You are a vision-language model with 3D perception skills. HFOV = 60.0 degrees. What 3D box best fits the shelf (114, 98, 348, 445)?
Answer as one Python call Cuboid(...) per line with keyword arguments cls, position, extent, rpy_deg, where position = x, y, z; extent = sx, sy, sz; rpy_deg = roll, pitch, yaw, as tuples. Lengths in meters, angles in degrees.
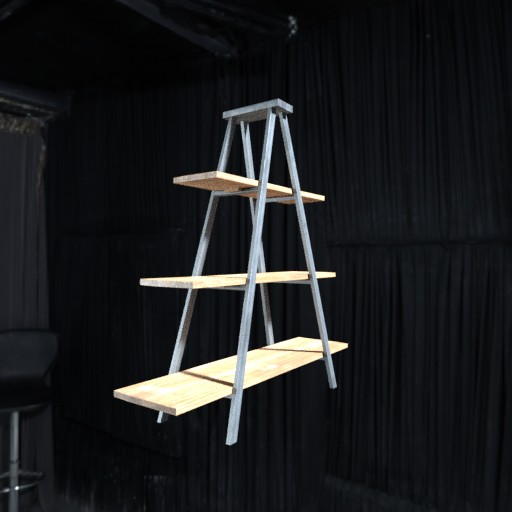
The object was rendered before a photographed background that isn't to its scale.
Cuboid(cls="shelf", position=(0.000, 0.000, 2.713), extent=(0.508, 1.808, 1.746), rpy_deg=(0, 0, 36))
